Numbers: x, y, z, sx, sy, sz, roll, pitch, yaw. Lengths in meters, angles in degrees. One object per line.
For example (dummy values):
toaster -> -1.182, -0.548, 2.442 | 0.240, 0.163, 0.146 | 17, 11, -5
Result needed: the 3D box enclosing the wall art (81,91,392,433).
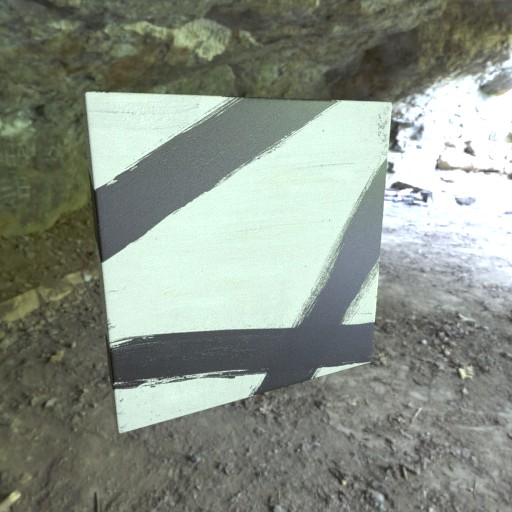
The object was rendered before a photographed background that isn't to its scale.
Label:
wall art -> 0.000, 0.000, 0.757 | 0.507, 0.508, 0.050 | -8, 18, -25
